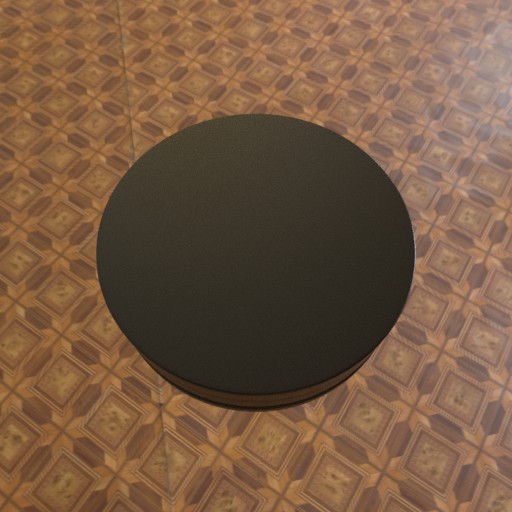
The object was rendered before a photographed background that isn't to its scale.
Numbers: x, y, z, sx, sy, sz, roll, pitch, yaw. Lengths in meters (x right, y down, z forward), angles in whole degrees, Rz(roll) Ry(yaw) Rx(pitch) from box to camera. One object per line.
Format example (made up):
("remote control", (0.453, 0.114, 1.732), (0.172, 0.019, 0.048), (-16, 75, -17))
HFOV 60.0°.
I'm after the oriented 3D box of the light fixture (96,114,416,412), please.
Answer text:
("light fixture", (0.000, 0.000, 0.435), (0.283, 0.097, 0.283), (0, 63, 0))
